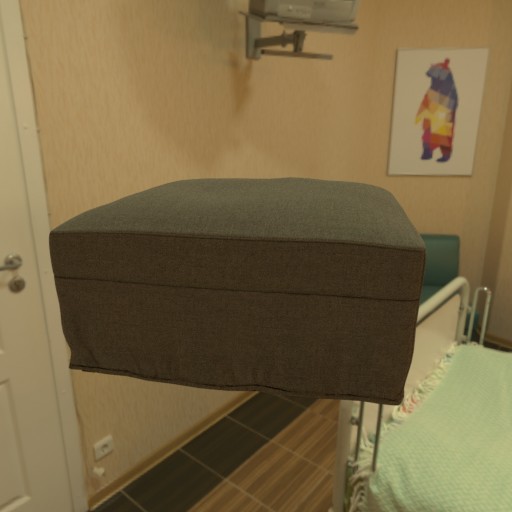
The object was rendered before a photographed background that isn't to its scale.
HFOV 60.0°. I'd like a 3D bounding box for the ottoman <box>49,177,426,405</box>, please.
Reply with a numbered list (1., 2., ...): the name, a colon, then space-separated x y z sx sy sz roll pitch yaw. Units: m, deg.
1. ottoman: 0.000 0.000 1.355 0.843 0.436 0.840 3 17 10
